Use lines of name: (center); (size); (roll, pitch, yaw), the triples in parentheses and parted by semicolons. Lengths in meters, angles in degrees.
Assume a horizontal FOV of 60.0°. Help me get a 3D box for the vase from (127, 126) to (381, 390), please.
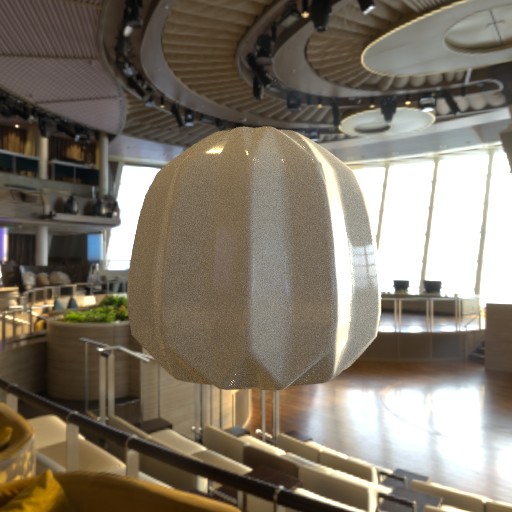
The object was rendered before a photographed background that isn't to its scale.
vase: (0.000, 0.000, 0.254); (0.139, 0.134, 0.139); (0, -1, 0)
